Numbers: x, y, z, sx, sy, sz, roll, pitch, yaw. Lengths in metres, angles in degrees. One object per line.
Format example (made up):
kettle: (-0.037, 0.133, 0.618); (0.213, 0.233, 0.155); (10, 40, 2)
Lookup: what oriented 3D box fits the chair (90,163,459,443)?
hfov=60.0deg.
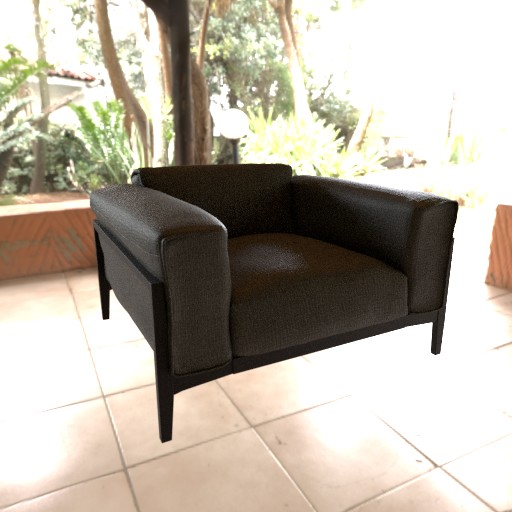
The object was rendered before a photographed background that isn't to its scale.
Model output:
chair: (0.000, 0.000, 1.678); (1.056, 0.646, 0.969); (-8, 17, -27)
